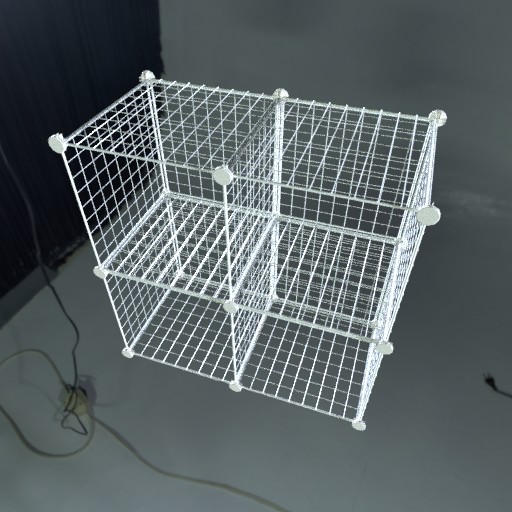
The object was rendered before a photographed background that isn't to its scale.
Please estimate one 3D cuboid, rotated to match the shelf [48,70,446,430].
[{"bbox_3d":[0.000,0.000,1.111,0.711,0.711,0.356,13,44,14],"label":"shelf"}]
